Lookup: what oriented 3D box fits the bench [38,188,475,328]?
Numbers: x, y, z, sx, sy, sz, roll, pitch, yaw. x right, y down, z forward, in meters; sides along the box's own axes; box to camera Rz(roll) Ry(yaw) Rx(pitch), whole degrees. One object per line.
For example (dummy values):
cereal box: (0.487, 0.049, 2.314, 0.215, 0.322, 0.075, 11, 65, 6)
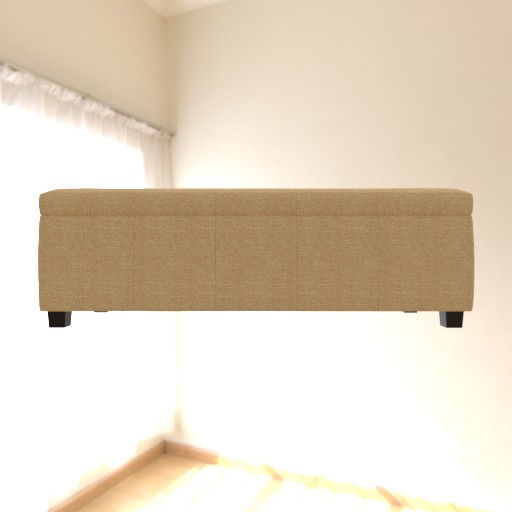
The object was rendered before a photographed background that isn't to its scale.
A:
bench: (0.000, 0.000, 1.439, 1.219, 0.406, 0.432, 0, 0, 0)
